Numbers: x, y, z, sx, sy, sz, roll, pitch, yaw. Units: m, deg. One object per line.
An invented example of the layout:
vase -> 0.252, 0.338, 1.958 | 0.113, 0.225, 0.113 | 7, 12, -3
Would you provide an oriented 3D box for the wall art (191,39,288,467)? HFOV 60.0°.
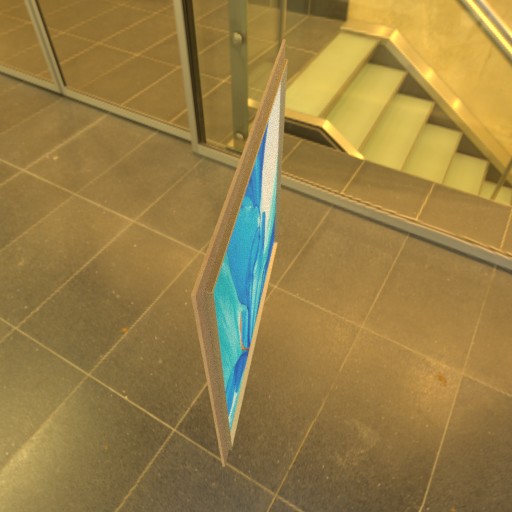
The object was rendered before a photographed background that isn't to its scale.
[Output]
wall art -> 0.000, 0.000, 1.622 | 0.025, 1.067, 1.168 | 8, 49, 7
